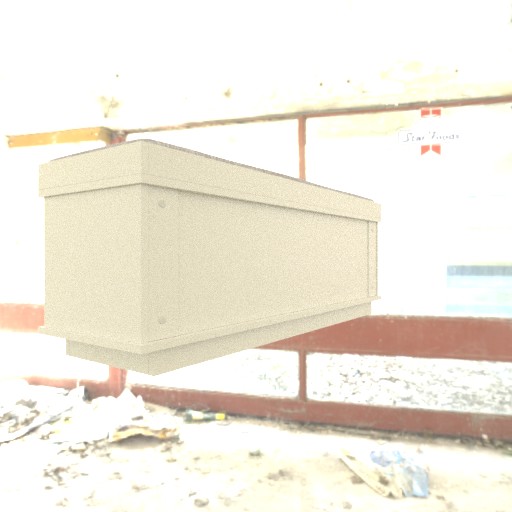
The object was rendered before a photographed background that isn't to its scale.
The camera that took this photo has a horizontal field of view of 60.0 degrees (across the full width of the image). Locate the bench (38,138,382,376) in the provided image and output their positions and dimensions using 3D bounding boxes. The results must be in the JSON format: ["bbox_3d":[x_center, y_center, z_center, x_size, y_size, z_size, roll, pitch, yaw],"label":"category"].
[{"bbox_3d":[0.000,0.000,1.377,0.363,0.453,1.196,0,0,36],"label":"bench"}]
